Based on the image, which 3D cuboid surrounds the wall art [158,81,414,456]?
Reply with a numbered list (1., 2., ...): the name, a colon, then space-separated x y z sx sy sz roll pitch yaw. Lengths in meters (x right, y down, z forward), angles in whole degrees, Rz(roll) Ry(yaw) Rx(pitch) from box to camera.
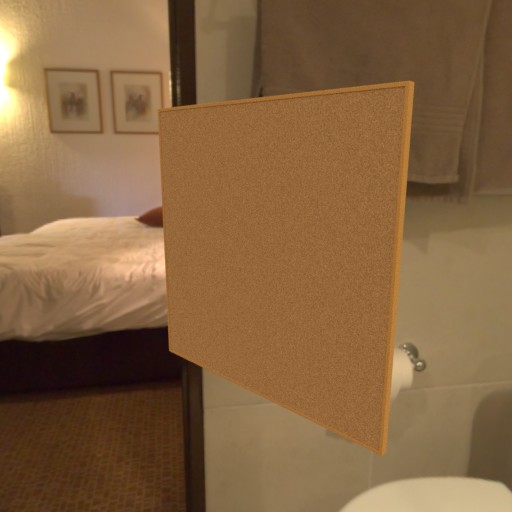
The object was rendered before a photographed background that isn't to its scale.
1. wall art: 0.000 0.000 0.676 0.457 0.455 0.013 12 18 42
